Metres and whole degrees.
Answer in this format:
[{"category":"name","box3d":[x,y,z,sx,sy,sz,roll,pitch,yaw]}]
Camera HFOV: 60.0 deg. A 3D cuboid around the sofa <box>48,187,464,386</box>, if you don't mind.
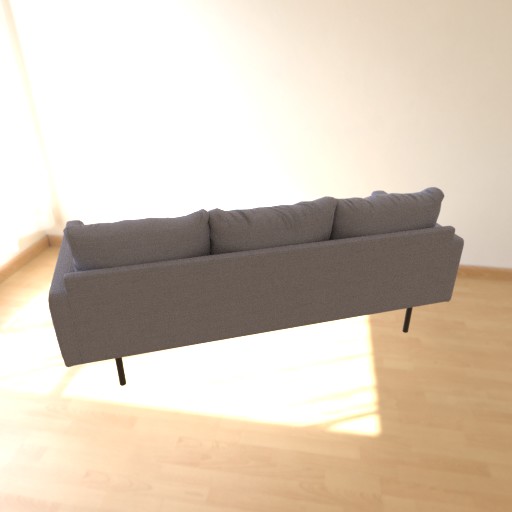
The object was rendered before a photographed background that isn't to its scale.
[{"category":"sofa","box3d":[0.000,0.000,2.459,2.000,0.830,0.850,-7,28,-14]}]
